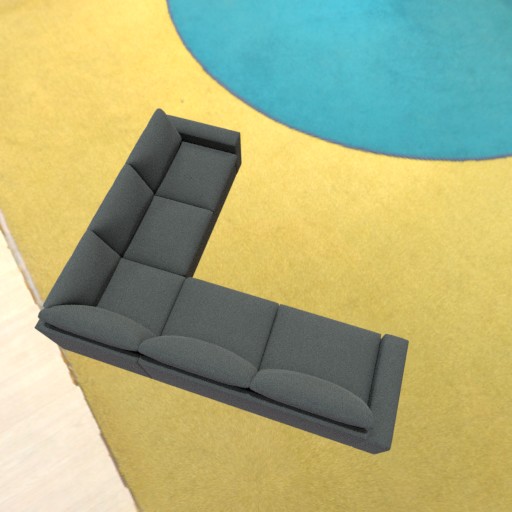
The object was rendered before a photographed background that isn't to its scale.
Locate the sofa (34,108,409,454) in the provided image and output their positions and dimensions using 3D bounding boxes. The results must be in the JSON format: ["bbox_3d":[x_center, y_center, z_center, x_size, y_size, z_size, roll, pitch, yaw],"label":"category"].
[{"bbox_3d":[0.000,0.000,4.639,3.277,0.965,2.895,16,64,8],"label":"sofa"}]
